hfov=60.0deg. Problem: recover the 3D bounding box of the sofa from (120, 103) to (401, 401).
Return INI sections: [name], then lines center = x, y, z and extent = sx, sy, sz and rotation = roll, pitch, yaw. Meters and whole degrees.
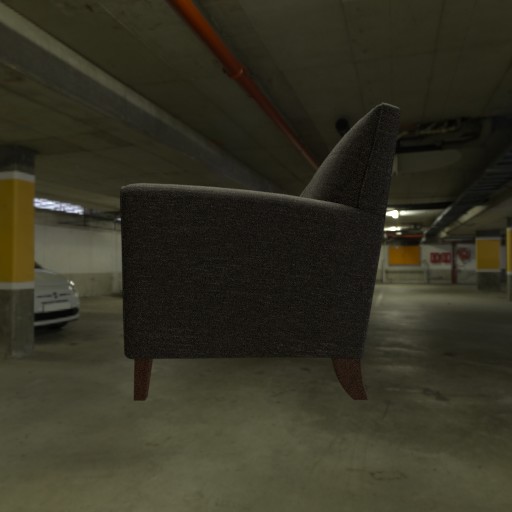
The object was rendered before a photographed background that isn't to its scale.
[sofa]
center = 0.000, 0.000, 2.038
extent = 0.867, 0.905, 1.509
rotation = 0, -1, 0
